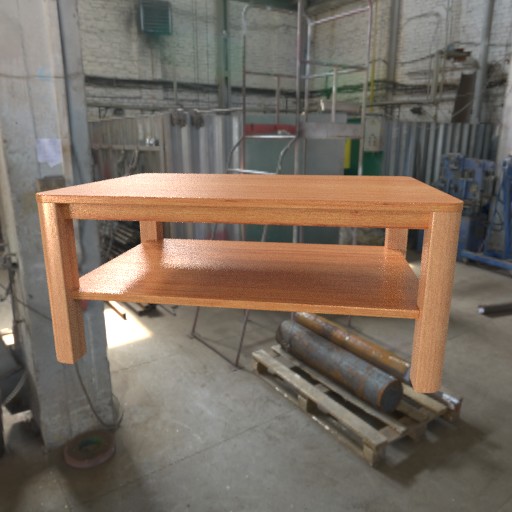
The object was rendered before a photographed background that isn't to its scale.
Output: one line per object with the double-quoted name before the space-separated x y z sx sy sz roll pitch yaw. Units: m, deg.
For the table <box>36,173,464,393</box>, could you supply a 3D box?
"table" 0.000 0.000 1.375 0.997 0.445 0.696 2 15 9
